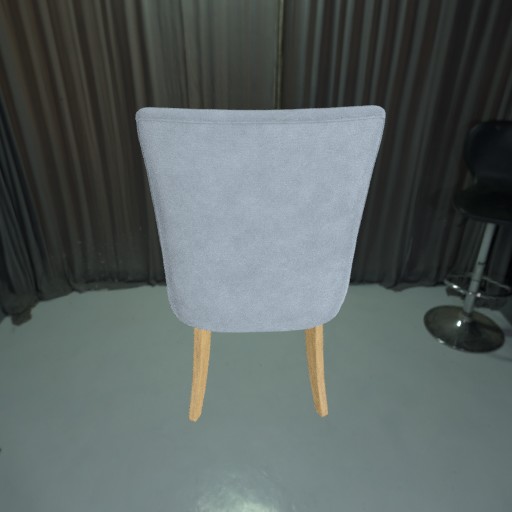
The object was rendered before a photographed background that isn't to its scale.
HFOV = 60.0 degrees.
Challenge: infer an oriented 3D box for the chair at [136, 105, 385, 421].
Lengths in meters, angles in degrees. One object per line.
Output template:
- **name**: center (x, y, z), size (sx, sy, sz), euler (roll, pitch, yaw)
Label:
- **chair**: center (0.000, 0.000, 1.257), size (0.495, 0.902, 0.610), euler (-1, 29, -2)
